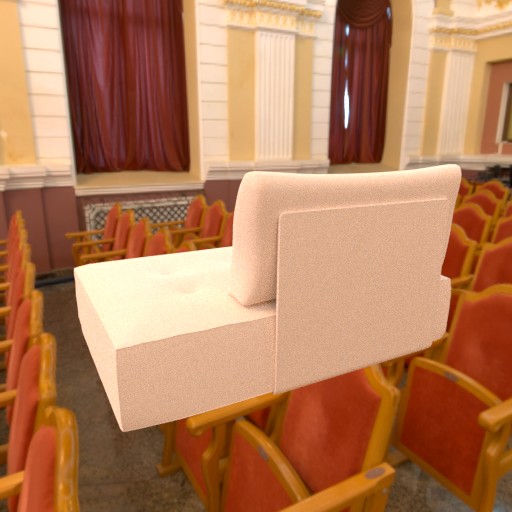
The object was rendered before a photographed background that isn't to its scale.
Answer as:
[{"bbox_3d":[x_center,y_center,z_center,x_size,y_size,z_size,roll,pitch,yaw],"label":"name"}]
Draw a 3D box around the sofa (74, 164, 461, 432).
[{"bbox_3d":[0.000,0.000,2.003,1.450,0.820,1.000,-8,16,-27],"label":"sofa"}]
